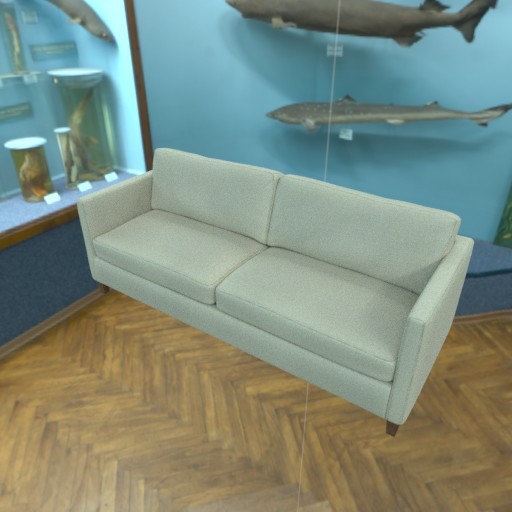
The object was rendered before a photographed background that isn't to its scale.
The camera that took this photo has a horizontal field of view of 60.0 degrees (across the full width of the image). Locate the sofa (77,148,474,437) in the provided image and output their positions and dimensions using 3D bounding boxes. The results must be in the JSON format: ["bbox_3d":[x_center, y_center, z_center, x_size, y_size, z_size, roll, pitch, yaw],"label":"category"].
[{"bbox_3d":[0.000,0.000,2.860,2.361,0.968,0.951,19,35,29],"label":"sofa"}]
